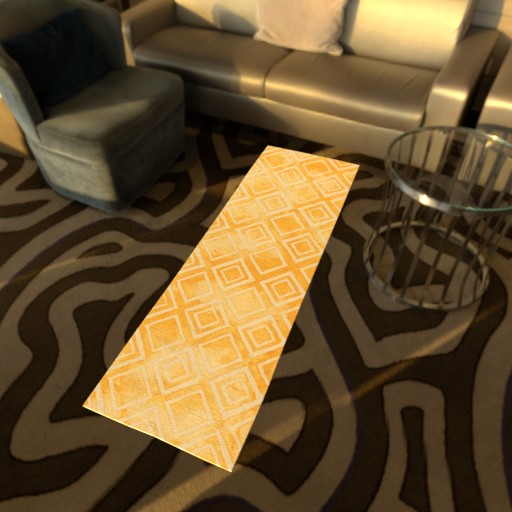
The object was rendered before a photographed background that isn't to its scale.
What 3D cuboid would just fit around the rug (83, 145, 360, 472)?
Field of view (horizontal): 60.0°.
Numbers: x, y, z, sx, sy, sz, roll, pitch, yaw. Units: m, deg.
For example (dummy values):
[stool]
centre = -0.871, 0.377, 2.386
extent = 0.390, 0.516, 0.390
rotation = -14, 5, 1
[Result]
[rug]
centre = 0.000, 0.000, 2.757
extent = 0.775, 0.010, 2.438
rotation = 16, 48, 15
